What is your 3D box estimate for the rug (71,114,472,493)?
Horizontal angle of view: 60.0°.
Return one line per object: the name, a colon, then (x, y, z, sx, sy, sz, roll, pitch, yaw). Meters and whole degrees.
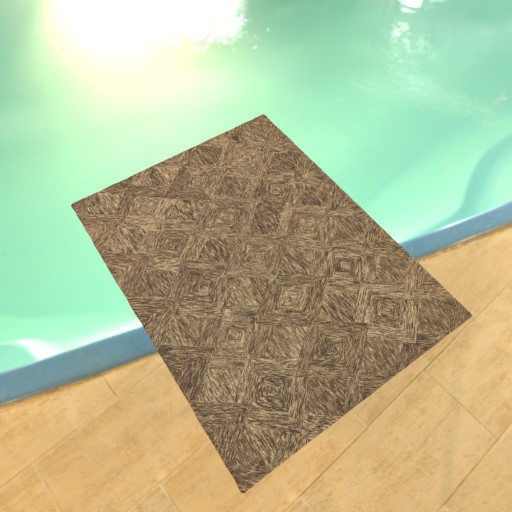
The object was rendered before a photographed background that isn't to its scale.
rug: (0.000, 0.000, 4.230, 2.448, 0.017, 3.204, -30, 63, -18)
